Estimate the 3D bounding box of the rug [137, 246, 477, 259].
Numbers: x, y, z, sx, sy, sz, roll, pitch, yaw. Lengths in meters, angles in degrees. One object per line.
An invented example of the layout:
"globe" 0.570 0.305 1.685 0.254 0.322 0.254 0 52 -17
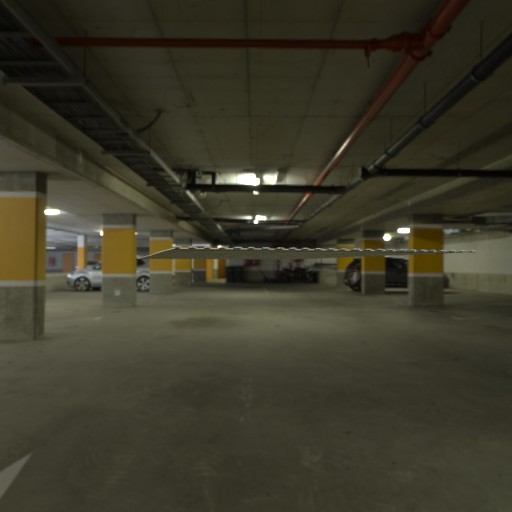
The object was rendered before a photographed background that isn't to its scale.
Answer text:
"rug" 0.000 0.000 2.618 1.248 0.009 2.108 0 -1 -18
